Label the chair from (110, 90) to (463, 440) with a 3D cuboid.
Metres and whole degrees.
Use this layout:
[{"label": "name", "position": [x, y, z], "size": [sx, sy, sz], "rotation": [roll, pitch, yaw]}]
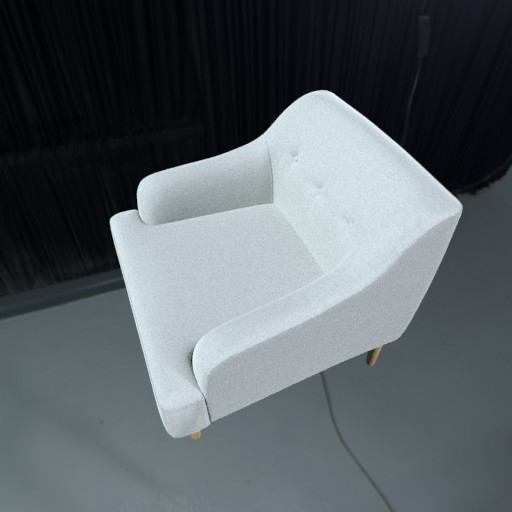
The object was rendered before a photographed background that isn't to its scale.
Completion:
[{"label": "chair", "position": [0.000, 0.000, 1.634], "size": [0.951, 0.818, 0.946], "rotation": [-16, 47, -15]}]
